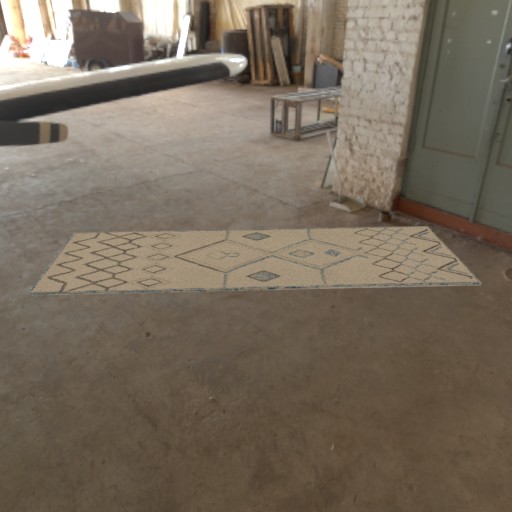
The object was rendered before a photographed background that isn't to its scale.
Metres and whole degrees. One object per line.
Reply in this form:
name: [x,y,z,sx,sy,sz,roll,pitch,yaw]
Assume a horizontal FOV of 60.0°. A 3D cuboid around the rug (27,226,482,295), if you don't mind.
rug: [0.000,0.000,2.704,2.434,0.013,0.770,-1,28,-2]
